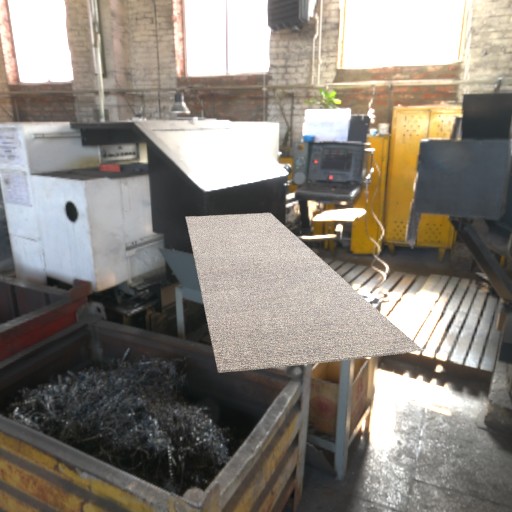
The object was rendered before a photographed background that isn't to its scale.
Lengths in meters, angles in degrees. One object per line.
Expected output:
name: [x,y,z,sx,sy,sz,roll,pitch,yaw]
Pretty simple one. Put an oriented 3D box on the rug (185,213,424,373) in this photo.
rug: [0.000,0.000,2.516,0.697,0.013,2.335,-3,17,-11]
